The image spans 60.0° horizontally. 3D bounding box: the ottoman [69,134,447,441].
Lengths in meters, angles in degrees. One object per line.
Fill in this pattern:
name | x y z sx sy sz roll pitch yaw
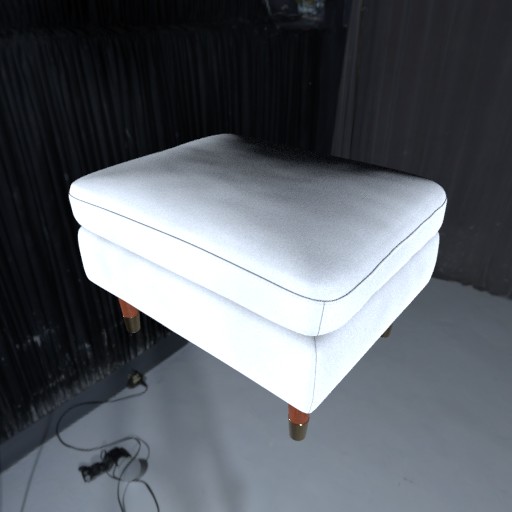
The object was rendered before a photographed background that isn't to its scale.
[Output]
ottoman | 0.000 0.000 1.112 0.747 0.478 0.593 22 37 33
